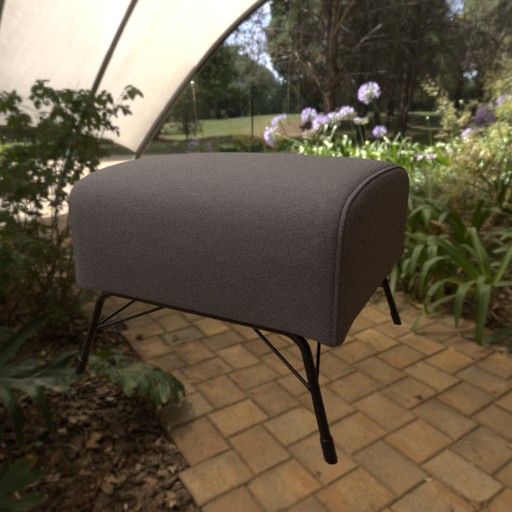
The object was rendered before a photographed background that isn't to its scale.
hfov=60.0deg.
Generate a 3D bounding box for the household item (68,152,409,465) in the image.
[{"bbox_3d":[0.000,0.000,0.913,0.530,0.410,0.530,9,19,26],"label":"household item"}]
